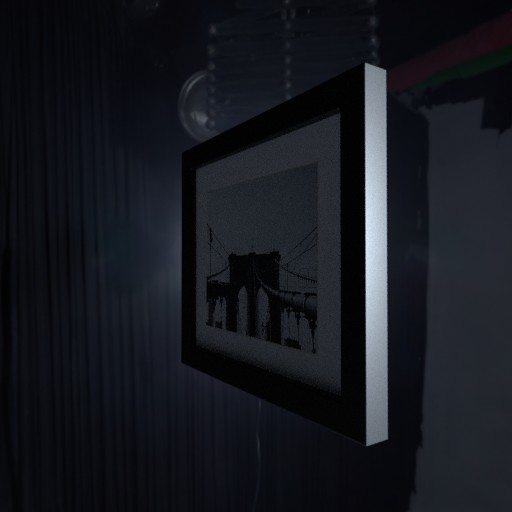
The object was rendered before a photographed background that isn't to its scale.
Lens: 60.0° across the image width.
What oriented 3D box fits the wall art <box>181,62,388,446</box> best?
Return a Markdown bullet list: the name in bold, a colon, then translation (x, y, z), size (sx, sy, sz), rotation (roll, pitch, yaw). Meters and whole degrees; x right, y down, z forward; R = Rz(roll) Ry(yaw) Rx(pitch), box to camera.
- **wall art**: translation (0.000, 0.000, 0.545), size (0.028, 0.330, 0.380), rotation (1, -1, -34)
